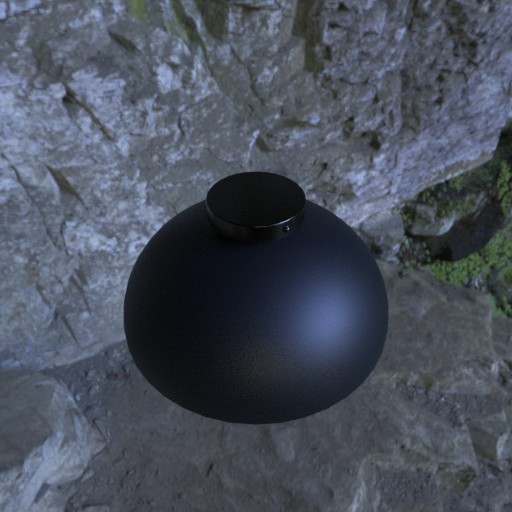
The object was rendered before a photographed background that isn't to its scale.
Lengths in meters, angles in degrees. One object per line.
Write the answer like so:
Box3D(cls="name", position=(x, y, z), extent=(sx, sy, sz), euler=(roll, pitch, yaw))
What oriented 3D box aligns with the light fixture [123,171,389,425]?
Box3D(cls="light fixture", position=(0.000, 0.000, 0.557), extent=(0.355, 0.177, 0.355), euler=(0, 41, 0))
